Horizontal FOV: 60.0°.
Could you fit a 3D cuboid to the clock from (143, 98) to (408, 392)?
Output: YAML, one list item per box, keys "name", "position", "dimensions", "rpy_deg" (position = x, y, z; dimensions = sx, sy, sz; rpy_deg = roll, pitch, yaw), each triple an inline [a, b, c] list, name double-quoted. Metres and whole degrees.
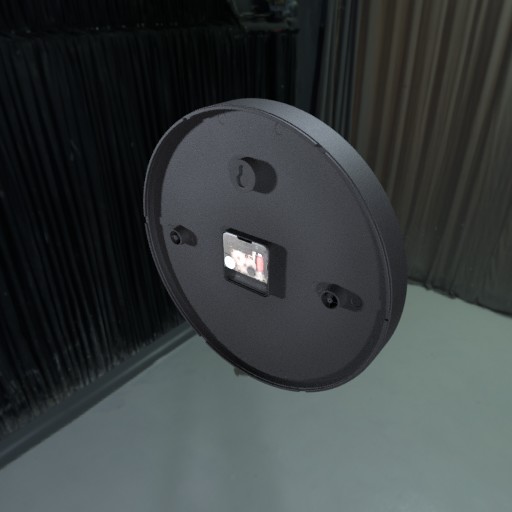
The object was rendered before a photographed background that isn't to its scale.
- name: "clock"
  position: [0.000, 0.000, 0.439]
  dimensions: [0.293, 0.293, 0.040]
  rpy_deg: [21, 36, 32]
